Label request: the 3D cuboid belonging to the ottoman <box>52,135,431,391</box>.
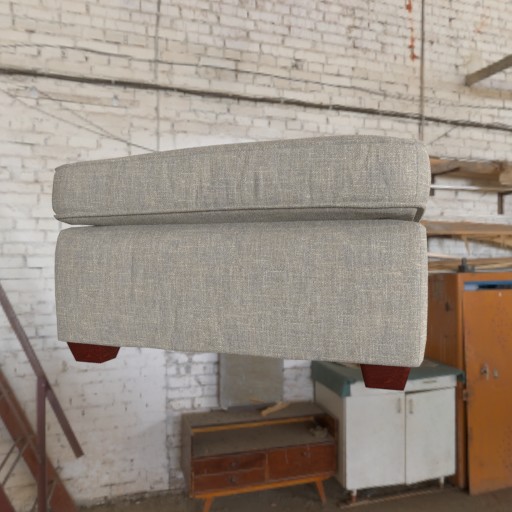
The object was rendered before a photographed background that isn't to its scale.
[{"bbox_3d":[0.000,0.000,1.062,0.762,0.457,0.559,0,0,18],"label":"ottoman"}]
